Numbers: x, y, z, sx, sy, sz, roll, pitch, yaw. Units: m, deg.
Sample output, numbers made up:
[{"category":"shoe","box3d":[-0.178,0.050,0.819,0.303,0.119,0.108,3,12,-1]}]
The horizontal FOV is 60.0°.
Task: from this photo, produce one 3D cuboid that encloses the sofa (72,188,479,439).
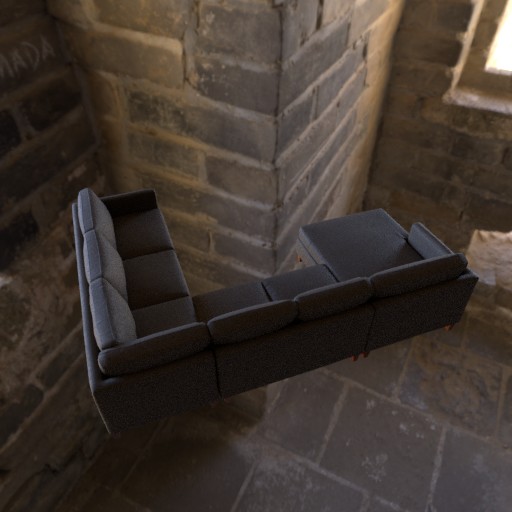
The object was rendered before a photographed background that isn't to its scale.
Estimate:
[{"category":"sofa","box3d":[0.000,0.000,4.653,3.460,0.961,2.594,-14,43,-15]}]
